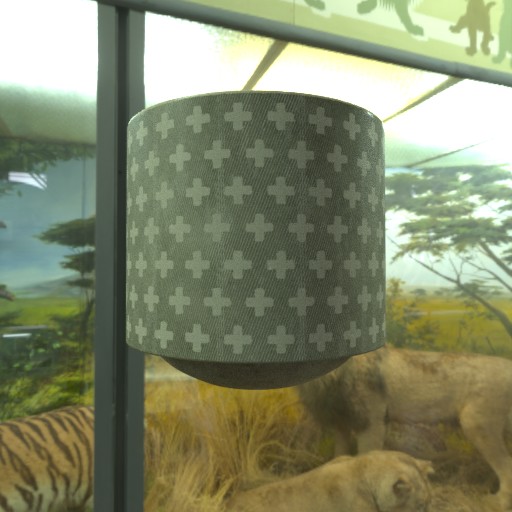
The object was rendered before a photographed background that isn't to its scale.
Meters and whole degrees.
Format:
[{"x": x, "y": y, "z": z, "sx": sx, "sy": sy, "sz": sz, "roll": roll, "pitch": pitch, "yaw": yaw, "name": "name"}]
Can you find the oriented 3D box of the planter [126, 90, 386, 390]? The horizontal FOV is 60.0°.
[{"x": 0.000, "y": 0.000, "z": 0.339, "sx": 0.190, "sy": 0.181, "sz": 0.190, "roll": 0, "pitch": -1, "yaw": 0, "name": "planter"}]
